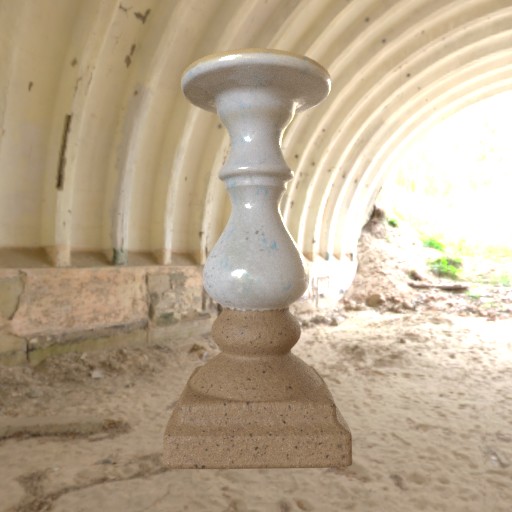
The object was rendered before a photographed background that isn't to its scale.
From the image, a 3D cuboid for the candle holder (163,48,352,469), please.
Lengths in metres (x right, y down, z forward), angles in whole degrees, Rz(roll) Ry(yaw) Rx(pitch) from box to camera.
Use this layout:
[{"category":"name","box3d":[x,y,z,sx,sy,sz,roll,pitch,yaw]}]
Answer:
[{"category":"candle holder","box3d":[0.000,0.000,0.303,0.110,0.239,0.110,0,0,-1]}]
